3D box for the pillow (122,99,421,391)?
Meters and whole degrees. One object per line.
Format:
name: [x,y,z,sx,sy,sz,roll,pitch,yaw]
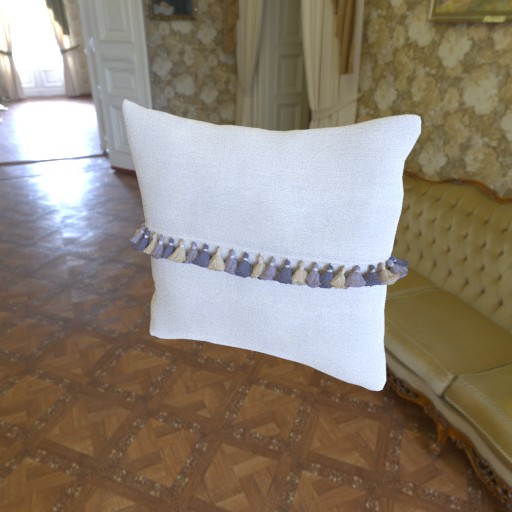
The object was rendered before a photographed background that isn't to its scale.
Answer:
pillow: [0.000,0.000,0.750,0.489,0.481,0.165,9,28,17]
